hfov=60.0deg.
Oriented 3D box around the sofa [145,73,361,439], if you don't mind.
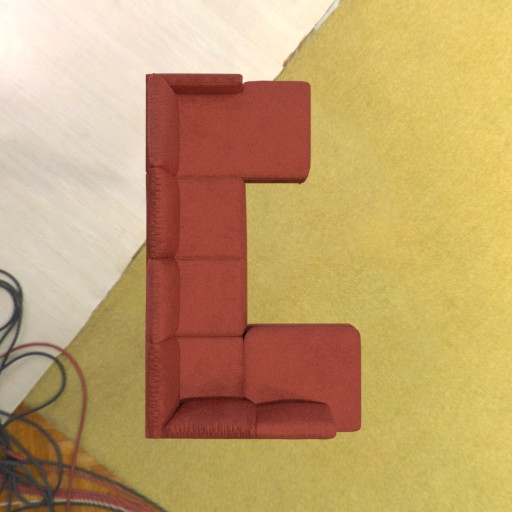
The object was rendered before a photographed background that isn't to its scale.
[{"bbox_3d":[0.000,0.000,4.336,2.055,0.992,3.434,0,90,0],"label":"sofa"}]
